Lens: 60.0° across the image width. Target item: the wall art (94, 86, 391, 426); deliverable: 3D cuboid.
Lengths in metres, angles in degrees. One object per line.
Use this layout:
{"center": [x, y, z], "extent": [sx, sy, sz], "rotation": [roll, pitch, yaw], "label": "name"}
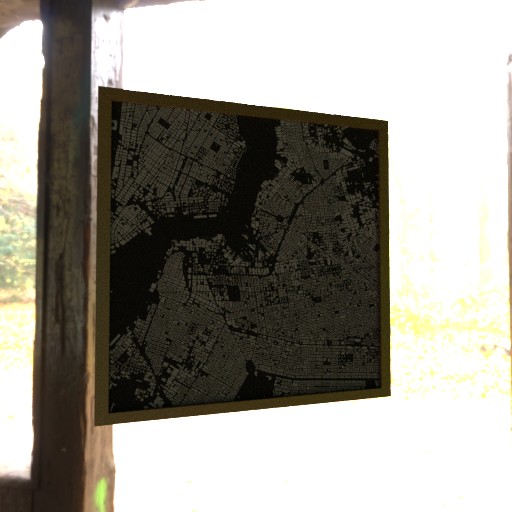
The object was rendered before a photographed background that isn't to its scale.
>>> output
{"center": [0.000, 0.000, 2.843], "extent": [1.926, 1.926, 0.099], "rotation": [1, -2, -18], "label": "wall art"}
